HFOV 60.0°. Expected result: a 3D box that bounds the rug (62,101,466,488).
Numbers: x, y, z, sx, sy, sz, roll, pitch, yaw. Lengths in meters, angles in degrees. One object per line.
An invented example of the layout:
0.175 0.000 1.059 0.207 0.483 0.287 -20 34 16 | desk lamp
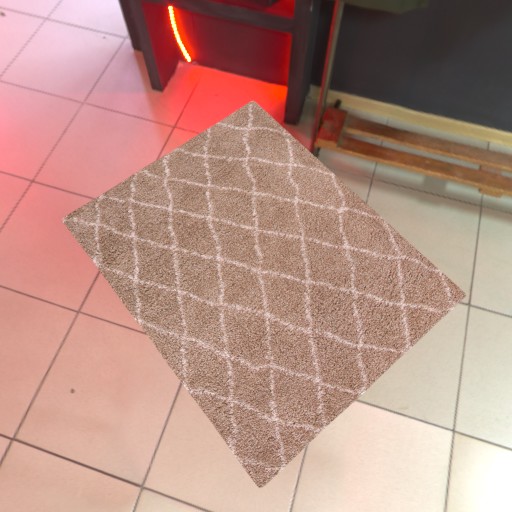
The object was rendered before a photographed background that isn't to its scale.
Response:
0.000 0.000 4.172 2.438 0.029 3.047 -37 70 -16 | rug
